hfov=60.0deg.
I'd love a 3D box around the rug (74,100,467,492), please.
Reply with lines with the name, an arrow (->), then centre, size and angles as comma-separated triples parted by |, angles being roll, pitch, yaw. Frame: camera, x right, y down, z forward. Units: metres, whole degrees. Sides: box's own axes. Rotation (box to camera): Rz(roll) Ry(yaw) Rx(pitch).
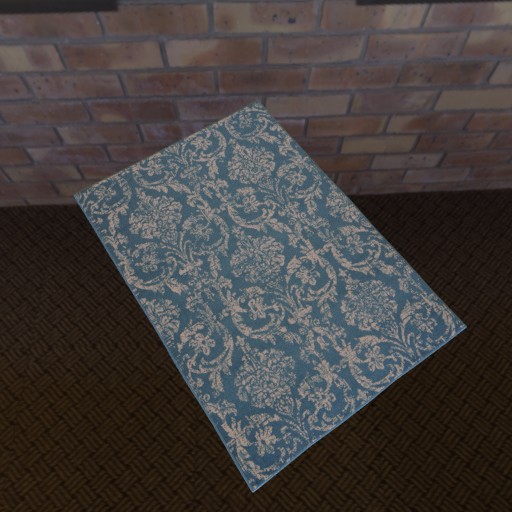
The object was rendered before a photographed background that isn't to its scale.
rug -> 0.000, 0.000, 2.860 | 1.554, 0.012, 2.205 | -32, 68, -14
